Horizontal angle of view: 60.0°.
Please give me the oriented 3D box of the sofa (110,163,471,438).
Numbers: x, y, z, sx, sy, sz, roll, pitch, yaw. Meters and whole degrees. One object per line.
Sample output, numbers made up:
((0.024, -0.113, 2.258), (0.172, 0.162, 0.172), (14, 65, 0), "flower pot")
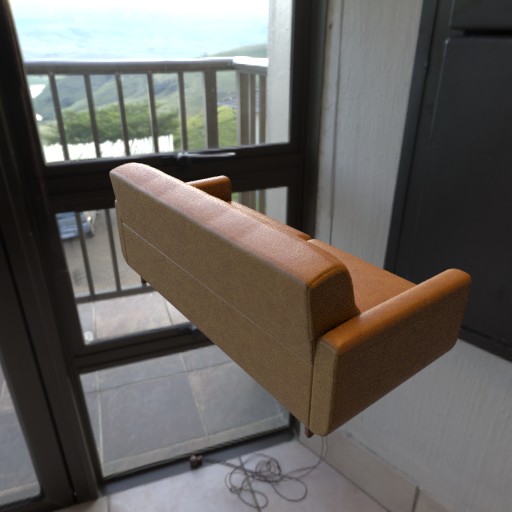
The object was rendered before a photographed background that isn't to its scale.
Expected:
((0.000, 0.000, 2.658), (0.980, 0.892, 2.137), (-19, 32, -33), "sofa")
